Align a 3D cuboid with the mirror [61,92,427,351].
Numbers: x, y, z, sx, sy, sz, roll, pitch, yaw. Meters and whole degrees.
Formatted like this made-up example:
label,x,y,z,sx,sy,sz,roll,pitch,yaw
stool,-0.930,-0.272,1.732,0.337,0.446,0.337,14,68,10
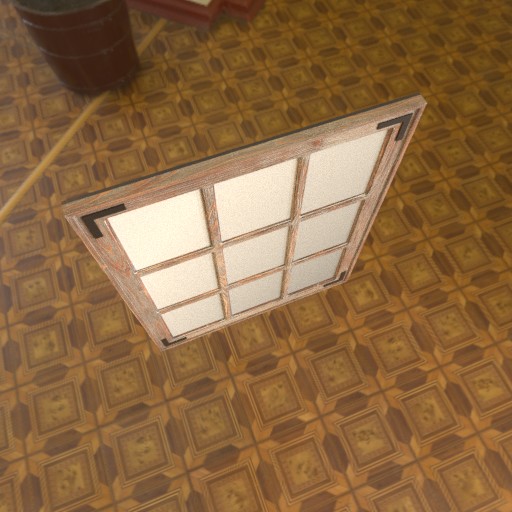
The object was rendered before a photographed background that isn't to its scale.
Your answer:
label,x,y,z,sx,sy,sz,roll,pitch,yaw
mirror,0.000,0.000,1.231,0.730,0.882,0.032,-19,64,-10
